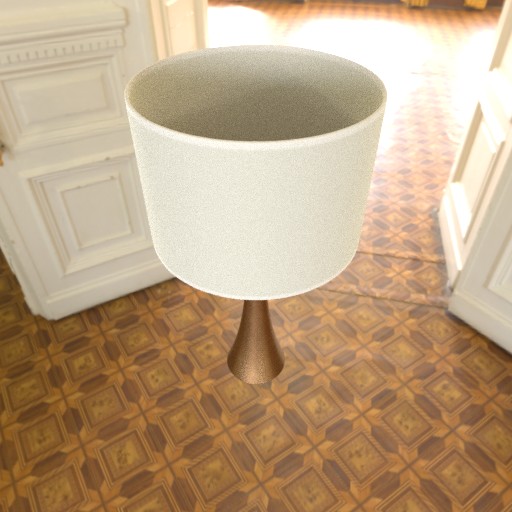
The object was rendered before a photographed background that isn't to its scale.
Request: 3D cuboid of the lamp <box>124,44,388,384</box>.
[{"bbox_3d":[0.000,0.000,0.618,0.268,0.479,0.268,-24,47,-25],"label":"lamp"}]
